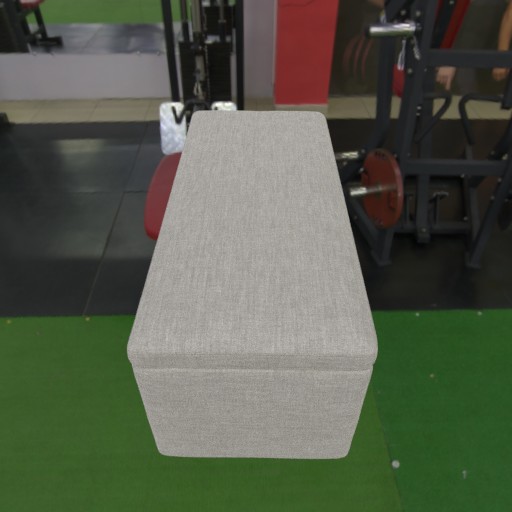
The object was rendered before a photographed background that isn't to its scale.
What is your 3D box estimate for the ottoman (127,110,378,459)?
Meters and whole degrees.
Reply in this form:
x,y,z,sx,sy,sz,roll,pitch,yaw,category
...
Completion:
x,y,z,sx,sy,sz,roll,pitch,yaw,category
0.000,0.000,1.139,0.419,0.432,0.902,1,42,1,ottoman
